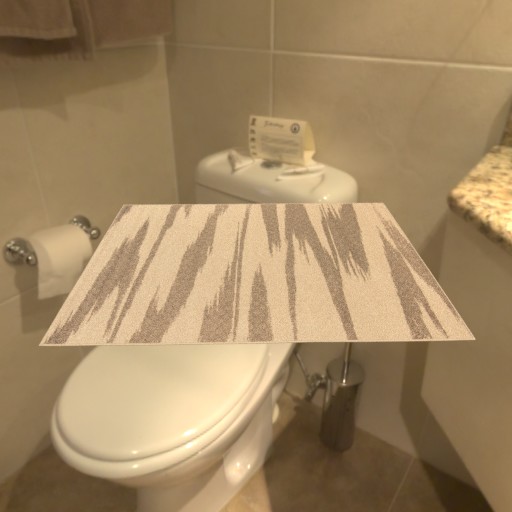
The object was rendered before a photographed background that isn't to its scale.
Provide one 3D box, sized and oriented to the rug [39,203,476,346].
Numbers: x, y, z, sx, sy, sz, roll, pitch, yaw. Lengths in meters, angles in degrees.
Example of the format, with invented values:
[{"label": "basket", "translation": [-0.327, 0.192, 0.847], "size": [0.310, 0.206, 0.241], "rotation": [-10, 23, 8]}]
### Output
[{"label": "rug", "translation": [0.000, 0.000, 3.990], "size": [2.945, 0.014, 2.353], "rotation": [-1, 30, -1]}]
